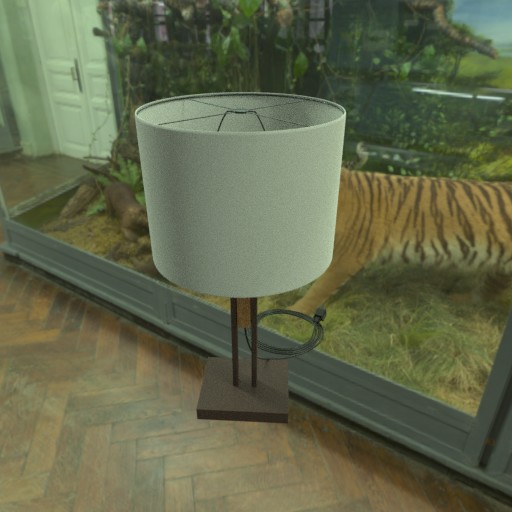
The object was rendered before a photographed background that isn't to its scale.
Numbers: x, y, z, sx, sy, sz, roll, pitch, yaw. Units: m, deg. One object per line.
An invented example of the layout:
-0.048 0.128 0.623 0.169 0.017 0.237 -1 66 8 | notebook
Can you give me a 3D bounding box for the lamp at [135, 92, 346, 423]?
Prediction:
0.000 0.000 0.993 0.396 0.668 0.525 2 29 3 | lamp
